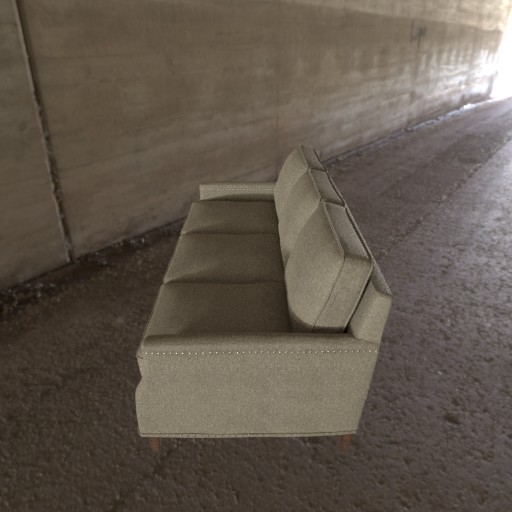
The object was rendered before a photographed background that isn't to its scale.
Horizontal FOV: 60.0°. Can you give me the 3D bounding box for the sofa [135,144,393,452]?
[{"bbox_3d":[0.000,0.000,2.830,1.084,1.003,2.246,0,26,0],"label":"sofa"}]
